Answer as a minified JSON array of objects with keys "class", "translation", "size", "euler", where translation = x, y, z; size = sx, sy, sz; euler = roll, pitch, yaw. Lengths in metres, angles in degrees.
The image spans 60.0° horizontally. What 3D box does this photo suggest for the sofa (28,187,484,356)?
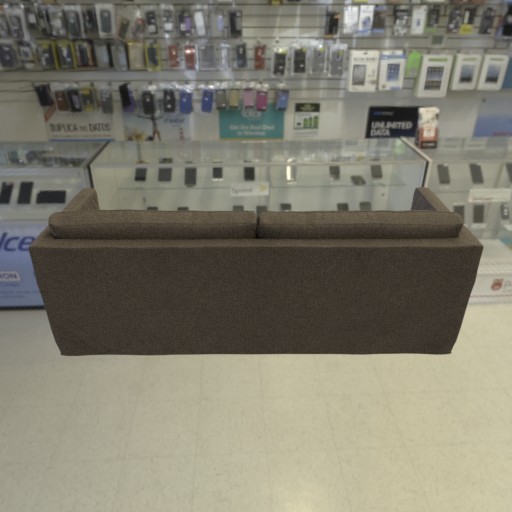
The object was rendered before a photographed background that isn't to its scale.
[{"class":"sofa","translation":[0.000,0.000,3.254],"size":[2.779,0.998,1.036],"euler":[0,29,0]}]
